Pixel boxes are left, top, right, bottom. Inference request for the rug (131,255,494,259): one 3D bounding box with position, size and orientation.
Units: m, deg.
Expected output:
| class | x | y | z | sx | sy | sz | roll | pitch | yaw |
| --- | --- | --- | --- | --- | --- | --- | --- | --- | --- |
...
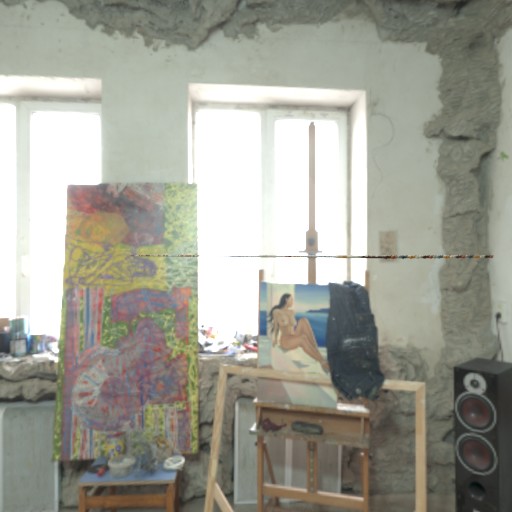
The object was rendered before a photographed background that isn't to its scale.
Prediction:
| class | x | y | z | sx | sy | sz | roll | pitch | yaw |
| --- | --- | --- | --- | --- | --- | --- | --- | --- | --- |
| rug | 0.000 | 0.000 | 2.884 | 0.763 | 0.015 | 2.682 | 0 | 0 | -35 |
